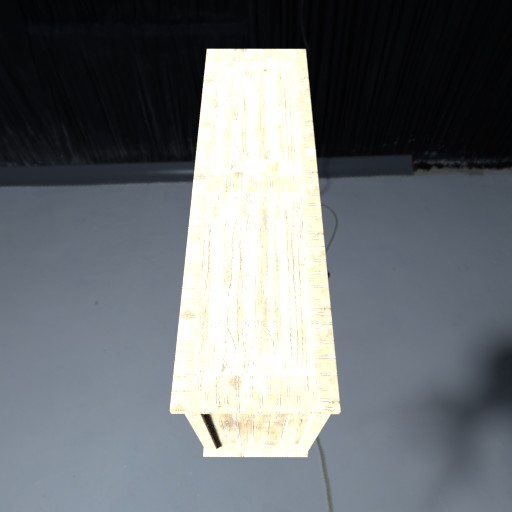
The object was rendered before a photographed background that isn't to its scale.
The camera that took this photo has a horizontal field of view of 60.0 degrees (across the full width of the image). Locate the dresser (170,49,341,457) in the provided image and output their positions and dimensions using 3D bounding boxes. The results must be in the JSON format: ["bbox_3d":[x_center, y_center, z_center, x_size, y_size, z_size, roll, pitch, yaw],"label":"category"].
[{"bbox_3d":[0.000,0.000,2.048,0.457,1.016,1.626,0,58,0],"label":"dresser"}]
